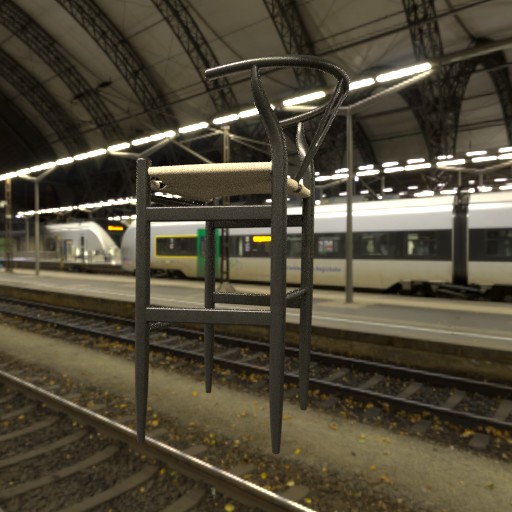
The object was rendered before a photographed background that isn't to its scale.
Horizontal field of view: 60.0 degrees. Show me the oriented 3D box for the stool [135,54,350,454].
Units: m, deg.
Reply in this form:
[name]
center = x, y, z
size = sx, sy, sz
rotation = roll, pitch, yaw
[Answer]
[stool]
center = 0.000, 0.000, 1.408
size = 0.579, 1.072, 0.569
rotation = 0, 1, 19
